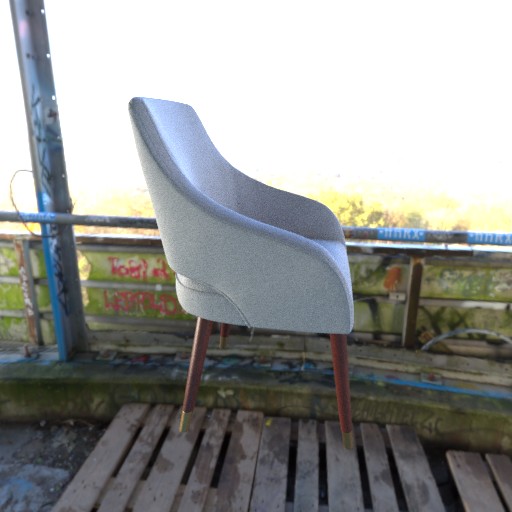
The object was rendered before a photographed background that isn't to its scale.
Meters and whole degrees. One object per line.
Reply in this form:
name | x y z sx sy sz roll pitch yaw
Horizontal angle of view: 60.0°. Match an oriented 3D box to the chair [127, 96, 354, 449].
chair | 0.000 0.000 1.317 0.600 0.889 0.609 3 17 9
